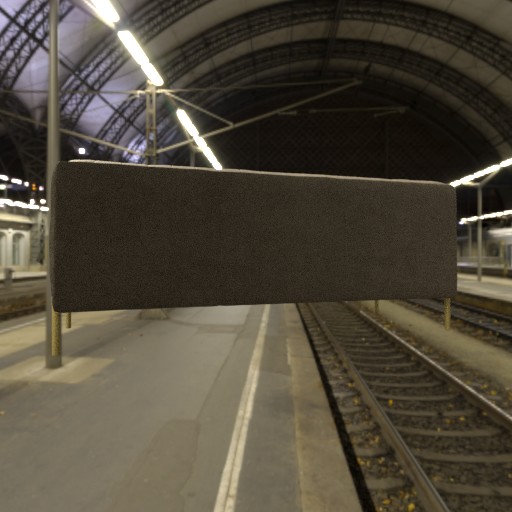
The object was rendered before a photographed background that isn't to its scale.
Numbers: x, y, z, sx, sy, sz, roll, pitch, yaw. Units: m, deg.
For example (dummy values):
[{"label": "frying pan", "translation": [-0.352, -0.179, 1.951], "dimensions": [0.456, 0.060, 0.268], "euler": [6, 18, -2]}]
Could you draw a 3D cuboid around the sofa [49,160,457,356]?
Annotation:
[{"label": "sofa", "translation": [0.000, 0.000, 2.389], "dimensions": [1.980, 0.780, 0.876], "euler": [0, 0, -18]}]
